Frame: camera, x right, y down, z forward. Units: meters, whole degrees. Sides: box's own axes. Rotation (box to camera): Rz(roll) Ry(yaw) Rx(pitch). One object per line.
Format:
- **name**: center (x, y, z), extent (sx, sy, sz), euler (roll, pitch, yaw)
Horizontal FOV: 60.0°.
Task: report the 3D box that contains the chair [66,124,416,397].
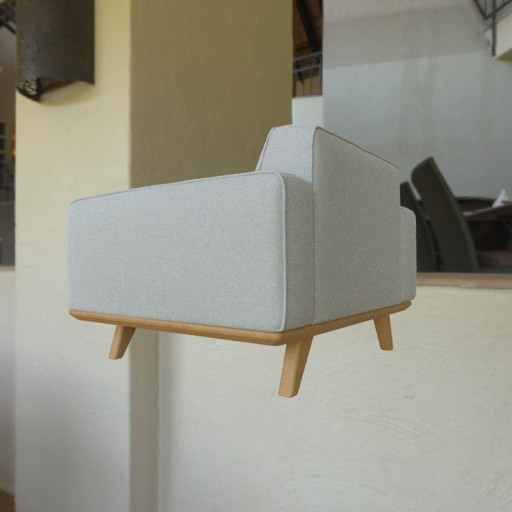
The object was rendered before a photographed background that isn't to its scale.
- **chair**: center (0.000, 0.000, 1.766), extent (0.953, 0.779, 1.115), euler (0, -1, 36)
